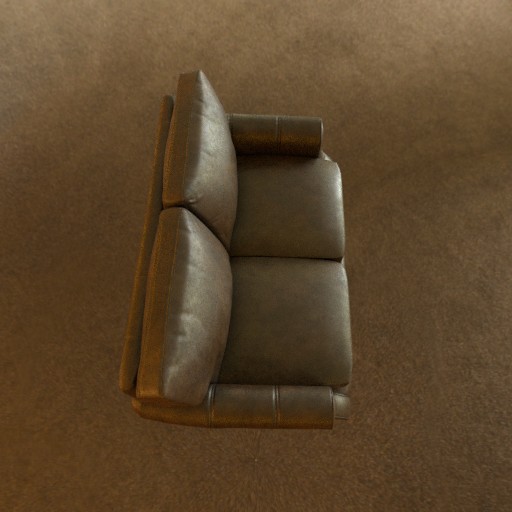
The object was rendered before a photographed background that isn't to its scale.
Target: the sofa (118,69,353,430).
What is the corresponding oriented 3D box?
[{"bbox_3d":[0.000,0.000,2.199,0.990,0.976,1.616,1,65,1],"label":"sofa"}]
